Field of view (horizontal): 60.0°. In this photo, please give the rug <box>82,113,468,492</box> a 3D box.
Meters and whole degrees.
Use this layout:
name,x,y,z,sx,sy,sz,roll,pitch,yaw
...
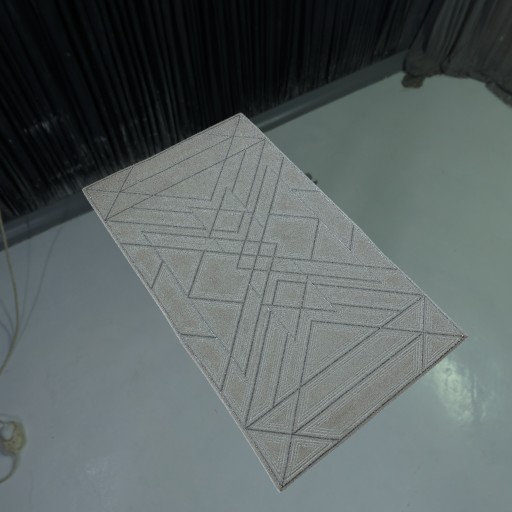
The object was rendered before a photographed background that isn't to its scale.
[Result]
name,x,y,z,sx,sy,sz,roll,pitch,yaw
rug,0.000,0.000,1.058,0.511,0.008,0.869,-31,63,-18
